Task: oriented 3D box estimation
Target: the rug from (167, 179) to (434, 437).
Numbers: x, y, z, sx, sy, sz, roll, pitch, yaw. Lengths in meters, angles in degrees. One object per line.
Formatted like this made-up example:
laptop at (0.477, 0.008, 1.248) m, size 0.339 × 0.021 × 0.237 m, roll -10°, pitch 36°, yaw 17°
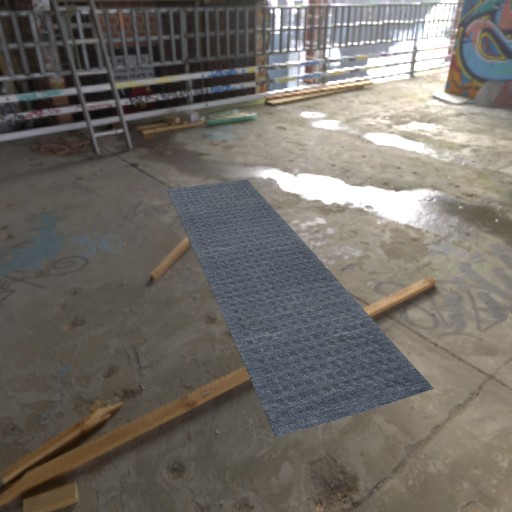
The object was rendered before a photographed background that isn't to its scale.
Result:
rug at (0.000, 0.000, 2.673) m, size 0.688 × 0.008 × 2.443 m, roll -10°, pitch 32°, yaw -16°
